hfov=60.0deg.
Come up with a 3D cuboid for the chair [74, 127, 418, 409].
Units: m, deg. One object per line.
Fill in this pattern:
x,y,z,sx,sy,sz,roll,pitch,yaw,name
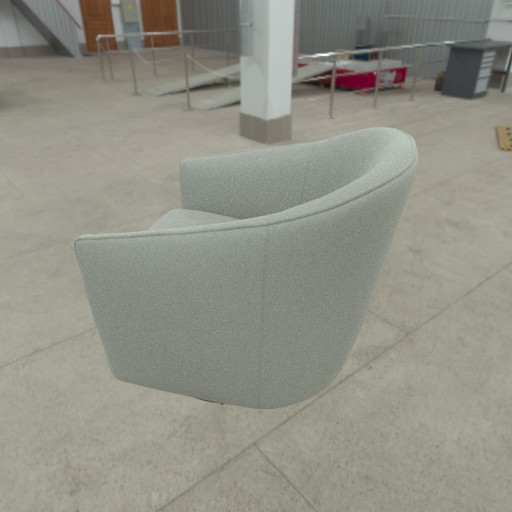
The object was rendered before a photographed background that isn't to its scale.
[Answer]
0.000,0.000,1.439,0.875,0.799,0.747,8,31,13,chair
